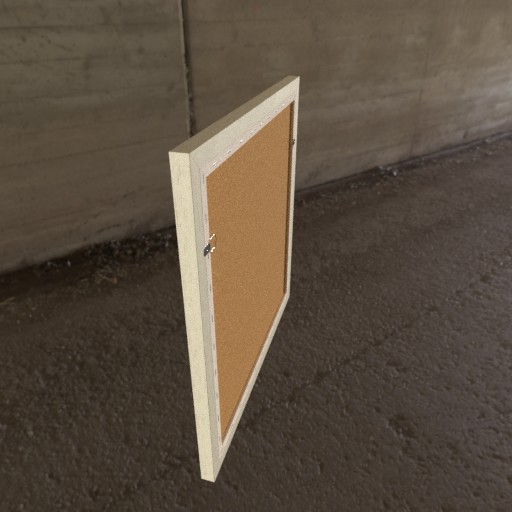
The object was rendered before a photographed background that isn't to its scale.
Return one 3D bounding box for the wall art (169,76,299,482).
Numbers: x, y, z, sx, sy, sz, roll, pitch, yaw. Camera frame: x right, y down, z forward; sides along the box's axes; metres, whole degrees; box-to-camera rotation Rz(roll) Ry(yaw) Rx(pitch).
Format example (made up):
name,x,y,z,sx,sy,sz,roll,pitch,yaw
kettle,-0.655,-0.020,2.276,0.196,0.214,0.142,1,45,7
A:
name,x,y,z,sx,sy,sz,roll,pitch,yaw
wall art,0.000,0.000,1.516,0.045,1.016,1.016,9,31,14
